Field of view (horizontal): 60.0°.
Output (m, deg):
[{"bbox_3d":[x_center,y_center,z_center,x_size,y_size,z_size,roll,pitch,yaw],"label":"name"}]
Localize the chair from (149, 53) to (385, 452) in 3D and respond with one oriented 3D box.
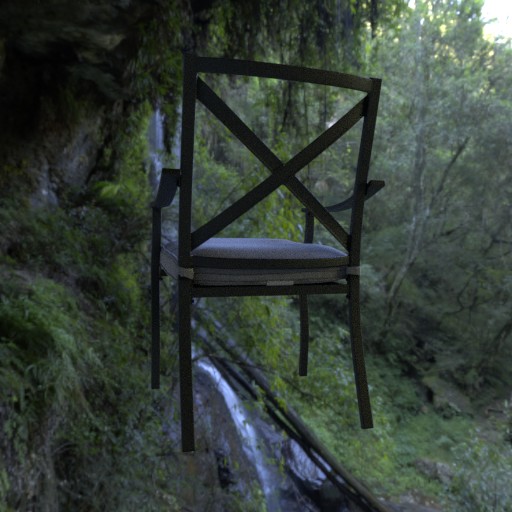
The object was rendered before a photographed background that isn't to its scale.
[{"bbox_3d":[0.000,0.000,1.291,0.575,0.889,0.620,0,0,-17],"label":"chair"}]
